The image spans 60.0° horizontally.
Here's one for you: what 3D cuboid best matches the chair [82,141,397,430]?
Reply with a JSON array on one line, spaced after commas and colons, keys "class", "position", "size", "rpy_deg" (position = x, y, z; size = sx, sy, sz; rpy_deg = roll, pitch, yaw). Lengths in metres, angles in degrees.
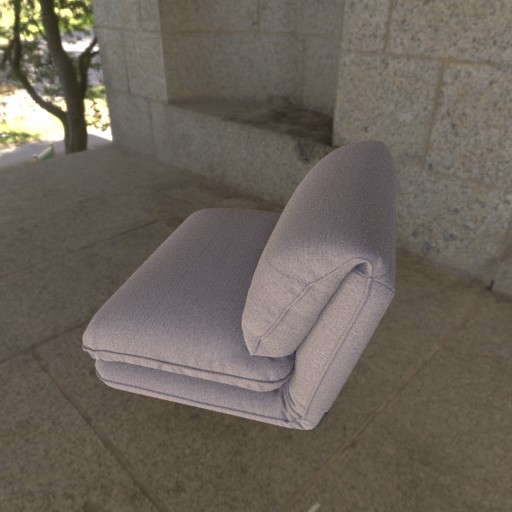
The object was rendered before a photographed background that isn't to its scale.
[{"class": "chair", "position": [0.000, 0.000, 1.366], "size": [0.780, 0.580, 0.820], "rpy_deg": [8, 31, 14]}]
